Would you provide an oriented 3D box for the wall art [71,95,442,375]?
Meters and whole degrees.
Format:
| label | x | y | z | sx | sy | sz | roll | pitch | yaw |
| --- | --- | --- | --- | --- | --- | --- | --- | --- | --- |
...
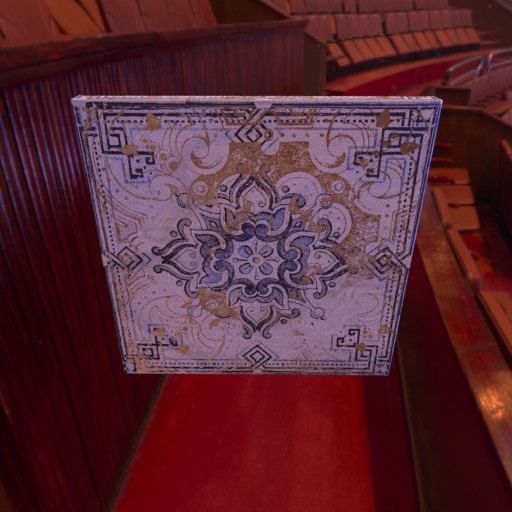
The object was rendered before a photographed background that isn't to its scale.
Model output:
| label | x | y | z | sx | sy | sz | roll | pitch | yaw |
| --- | --- | --- | --- | --- | --- | --- | --- | --- | --- |
| wall art | 0.000 | 0.000 | 0.888 | 0.609 | 0.607 | 0.036 | 0 | 29 | 1 |
